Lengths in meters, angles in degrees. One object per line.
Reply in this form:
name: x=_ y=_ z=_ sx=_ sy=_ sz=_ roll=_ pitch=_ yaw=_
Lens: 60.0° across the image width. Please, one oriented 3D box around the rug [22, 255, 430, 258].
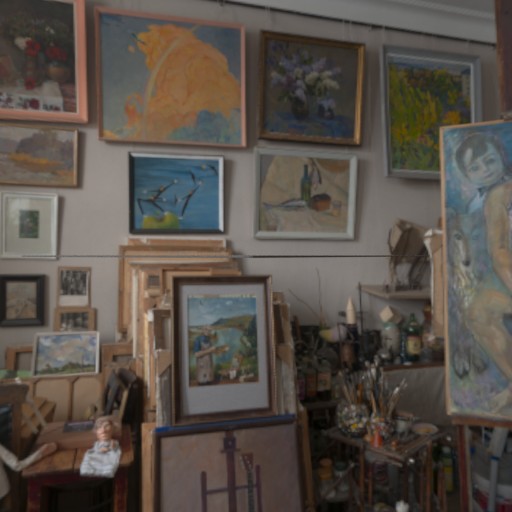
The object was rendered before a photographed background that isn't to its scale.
rug: x=0.000 y=0.000 z=2.889 sx=1.600 sy=0.008 sz=2.235 roll=0 pitch=0 yaw=36
